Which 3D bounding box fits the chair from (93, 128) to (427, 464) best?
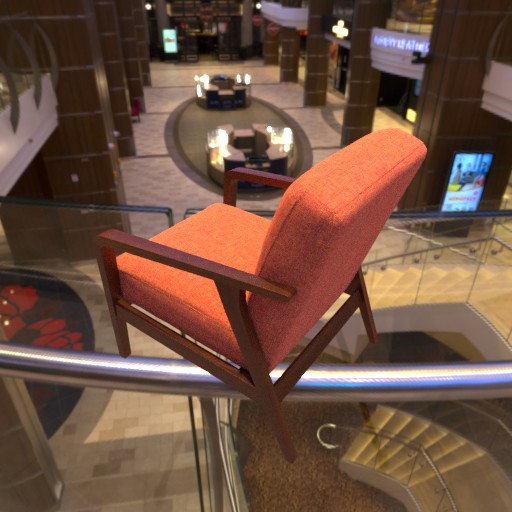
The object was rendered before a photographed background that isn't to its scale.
[{"bbox_3d":[0.000,0.000,1.528,0.860,0.890,0.719,21,38,29],"label":"chair"}]
